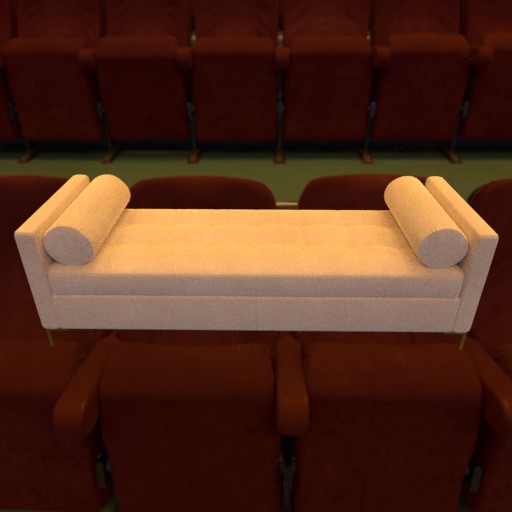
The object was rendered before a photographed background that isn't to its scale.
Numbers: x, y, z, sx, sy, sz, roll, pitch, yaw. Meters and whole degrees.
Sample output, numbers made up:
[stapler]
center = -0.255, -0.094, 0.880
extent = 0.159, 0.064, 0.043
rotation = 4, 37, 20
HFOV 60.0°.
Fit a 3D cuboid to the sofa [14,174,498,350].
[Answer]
[sofa]
center = 0.000, 0.000, 2.239
extent = 1.981, 0.635, 0.686
rotation = 0, 31, 1
